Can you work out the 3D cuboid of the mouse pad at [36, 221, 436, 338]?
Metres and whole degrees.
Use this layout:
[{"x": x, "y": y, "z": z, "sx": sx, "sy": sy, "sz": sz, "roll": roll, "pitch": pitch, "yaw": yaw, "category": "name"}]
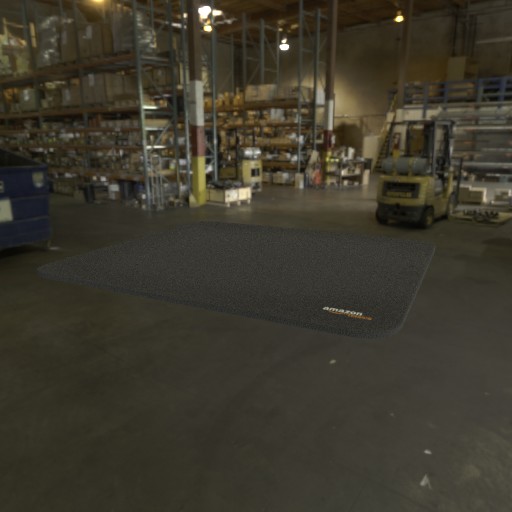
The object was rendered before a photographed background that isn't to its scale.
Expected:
[{"x": 0.000, "y": 0.000, "z": 0.320, "sx": 0.229, "sy": 0.003, "sz": 0.203, "roll": 7, "pitch": 16, "yaw": 25, "category": "mouse pad"}]
